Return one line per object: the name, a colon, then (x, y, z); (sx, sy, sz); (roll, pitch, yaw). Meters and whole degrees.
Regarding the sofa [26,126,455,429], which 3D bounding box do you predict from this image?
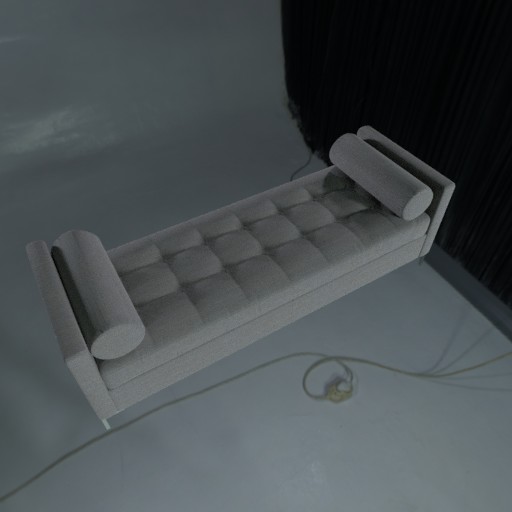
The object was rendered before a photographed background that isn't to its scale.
sofa: (0.000, 0.000, 2.320); (1.981, 0.635, 0.686); (-24, 51, -21)
